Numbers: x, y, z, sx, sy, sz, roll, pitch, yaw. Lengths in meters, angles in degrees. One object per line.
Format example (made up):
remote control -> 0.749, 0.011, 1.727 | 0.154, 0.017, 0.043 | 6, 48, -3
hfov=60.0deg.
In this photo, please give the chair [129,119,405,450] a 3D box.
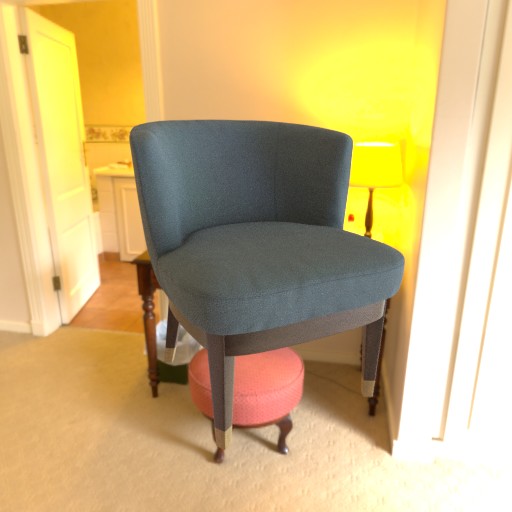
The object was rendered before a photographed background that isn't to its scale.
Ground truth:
chair -> 0.000, 0.000, 1.288 | 0.661, 0.760, 0.702 | -9, 19, -27
